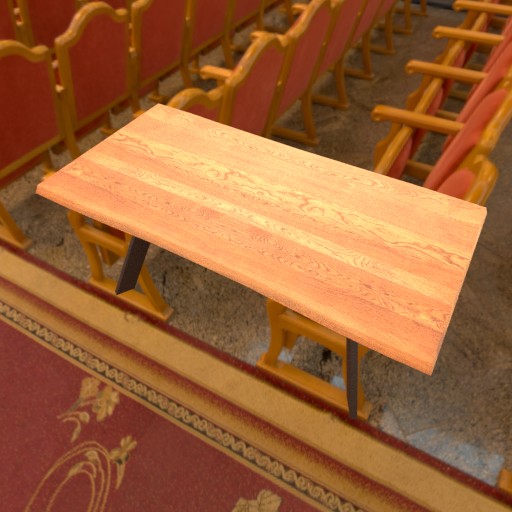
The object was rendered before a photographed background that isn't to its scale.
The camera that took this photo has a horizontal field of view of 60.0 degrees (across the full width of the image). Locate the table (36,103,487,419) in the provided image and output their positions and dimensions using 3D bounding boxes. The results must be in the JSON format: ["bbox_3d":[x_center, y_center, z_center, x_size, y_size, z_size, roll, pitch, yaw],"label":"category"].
[{"bbox_3d":[0.000,0.000,2.223,1.800,0.770,0.900,23,51,20],"label":"table"}]
